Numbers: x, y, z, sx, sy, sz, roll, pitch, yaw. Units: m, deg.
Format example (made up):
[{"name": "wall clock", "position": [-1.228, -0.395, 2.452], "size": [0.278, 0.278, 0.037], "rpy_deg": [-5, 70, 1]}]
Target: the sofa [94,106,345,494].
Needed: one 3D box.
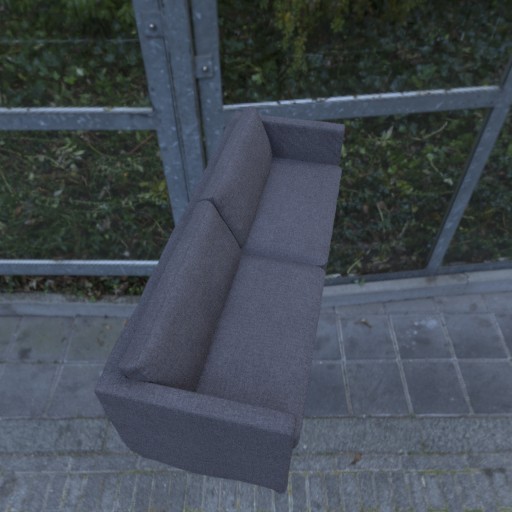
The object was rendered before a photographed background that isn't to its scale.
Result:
[{"name": "sofa", "position": [0.000, 0.000, 3.236], "size": [1.036, 0.998, 2.779], "rpy_deg": [9, 48, 9]}]
